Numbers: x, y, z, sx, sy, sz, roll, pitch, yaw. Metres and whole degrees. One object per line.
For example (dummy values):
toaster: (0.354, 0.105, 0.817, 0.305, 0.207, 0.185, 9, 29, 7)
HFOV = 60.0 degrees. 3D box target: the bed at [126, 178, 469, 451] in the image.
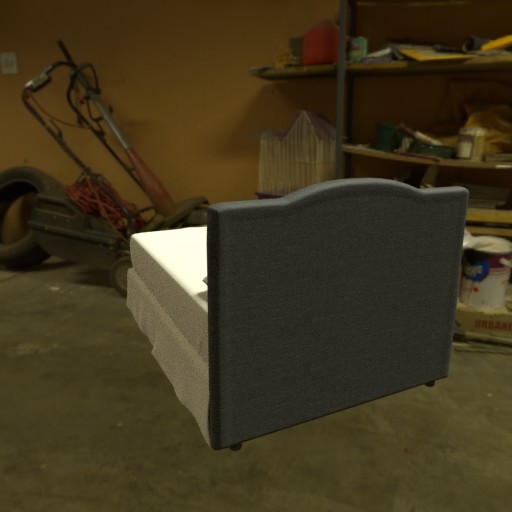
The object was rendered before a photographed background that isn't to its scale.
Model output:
bed: (0.000, 0.000, 3.593, 1.747, 1.441, 2.507, -7, 17, -25)
